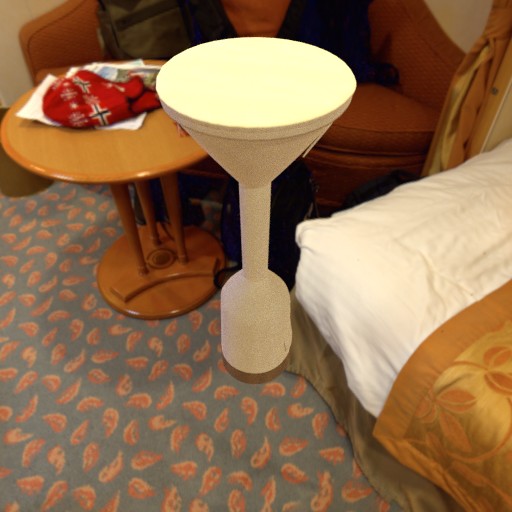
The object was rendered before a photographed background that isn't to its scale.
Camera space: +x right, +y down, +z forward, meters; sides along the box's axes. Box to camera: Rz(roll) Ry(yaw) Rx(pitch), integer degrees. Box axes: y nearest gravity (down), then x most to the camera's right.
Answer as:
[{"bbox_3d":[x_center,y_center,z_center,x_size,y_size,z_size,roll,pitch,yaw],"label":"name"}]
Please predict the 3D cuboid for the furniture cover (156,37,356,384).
[{"bbox_3d":[0.000,0.000,2.906,0.914,2.413,0.914,9,47,9],"label":"furniture cover"}]
